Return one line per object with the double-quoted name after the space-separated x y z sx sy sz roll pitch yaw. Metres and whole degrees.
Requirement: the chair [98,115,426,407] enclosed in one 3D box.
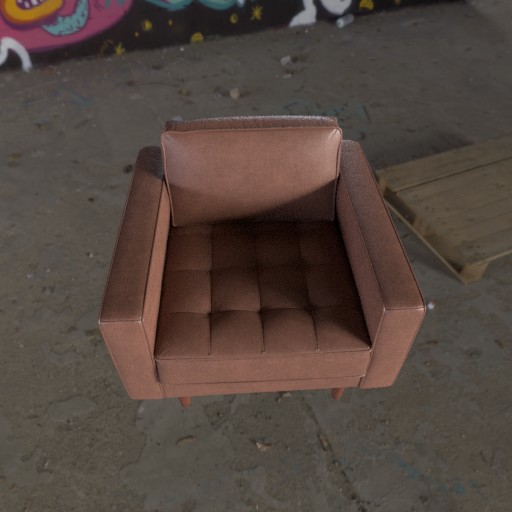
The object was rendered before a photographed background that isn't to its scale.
0.000 0.000 1.594 0.920 0.770 0.900 -2 46 -2 "chair"
